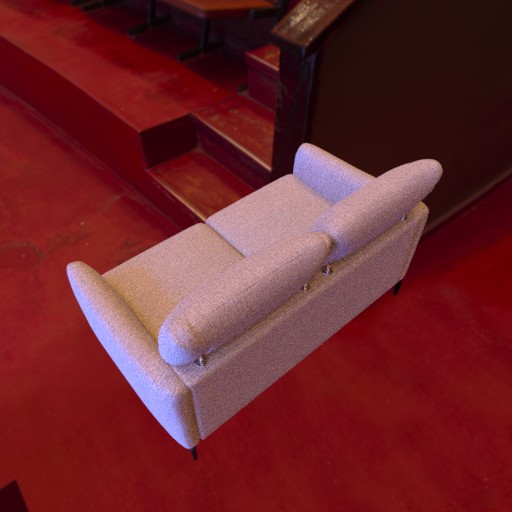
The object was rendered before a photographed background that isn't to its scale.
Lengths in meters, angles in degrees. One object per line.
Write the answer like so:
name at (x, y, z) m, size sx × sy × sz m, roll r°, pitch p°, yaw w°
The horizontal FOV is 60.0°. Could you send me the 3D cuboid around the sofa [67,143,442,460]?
sofa at (0.000, 0.000, 2.110) m, size 1.540 × 0.950 × 0.905 m, roll -32°, pitch 55°, yaw -26°
